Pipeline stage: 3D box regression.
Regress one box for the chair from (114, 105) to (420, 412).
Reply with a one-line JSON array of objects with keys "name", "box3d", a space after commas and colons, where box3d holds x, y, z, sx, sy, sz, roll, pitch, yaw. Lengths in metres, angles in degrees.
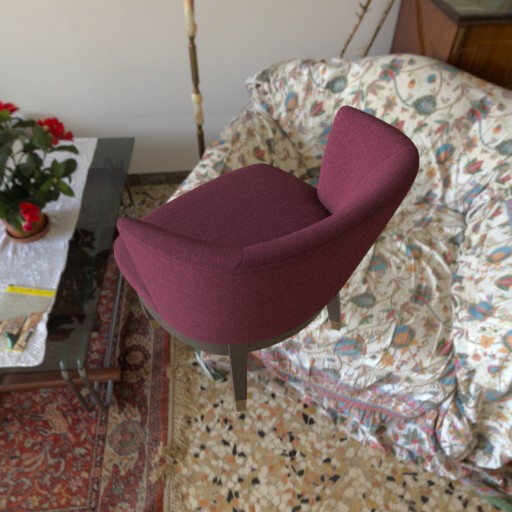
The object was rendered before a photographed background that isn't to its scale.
[{"name": "chair", "box3d": [0.000, 0.000, 1.266, 0.700, 0.760, 0.660, -33, 55, -27]}]
